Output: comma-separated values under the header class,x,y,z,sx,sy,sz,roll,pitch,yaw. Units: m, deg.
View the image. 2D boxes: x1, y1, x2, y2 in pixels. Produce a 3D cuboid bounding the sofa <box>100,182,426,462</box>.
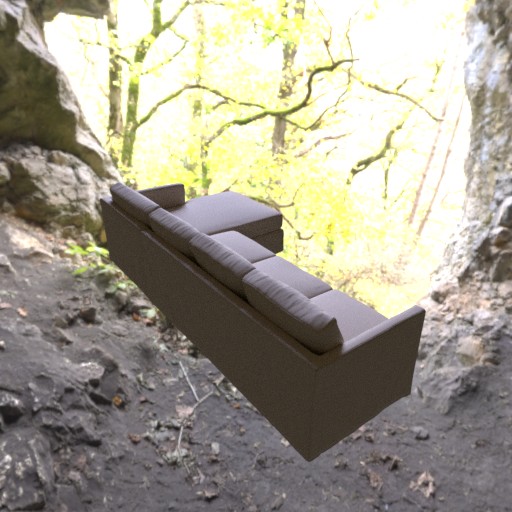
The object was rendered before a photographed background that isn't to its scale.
class,x,y,z,sx,sy,sz,roll,pitch,yaw
sofa,0.000,0.000,3.885,1.622,0.871,3.206,-19,32,-32
